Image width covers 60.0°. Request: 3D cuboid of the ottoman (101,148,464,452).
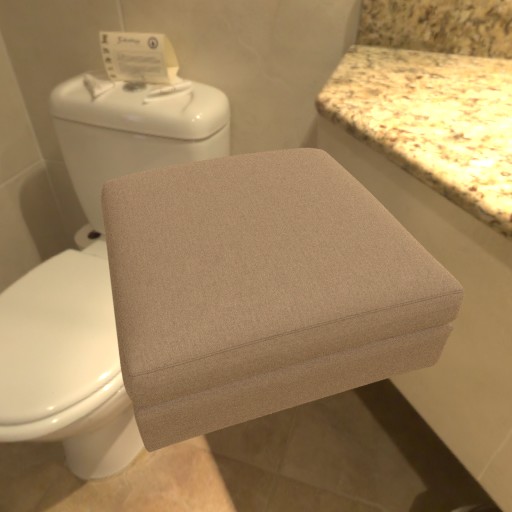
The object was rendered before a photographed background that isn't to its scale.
[{"bbox_3d":[0.000,0.000,1.659,1.041,0.470,1.041,-12,41,-14],"label":"ottoman"}]
